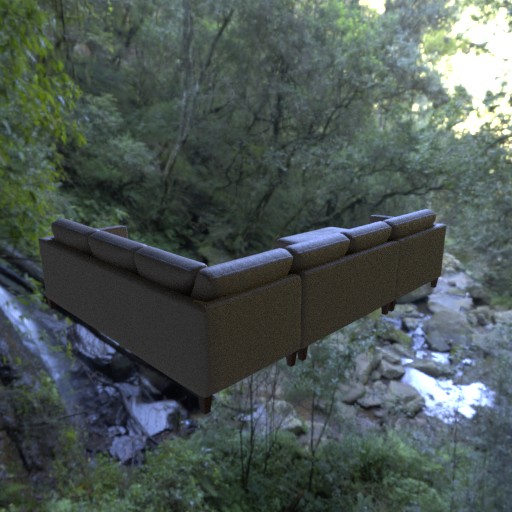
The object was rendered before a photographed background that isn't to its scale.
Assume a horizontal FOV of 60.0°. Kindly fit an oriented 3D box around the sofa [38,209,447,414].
[{"bbox_3d":[0.000,0.000,4.566,2.551,0.889,3.403,15,21,43],"label":"sofa"}]
